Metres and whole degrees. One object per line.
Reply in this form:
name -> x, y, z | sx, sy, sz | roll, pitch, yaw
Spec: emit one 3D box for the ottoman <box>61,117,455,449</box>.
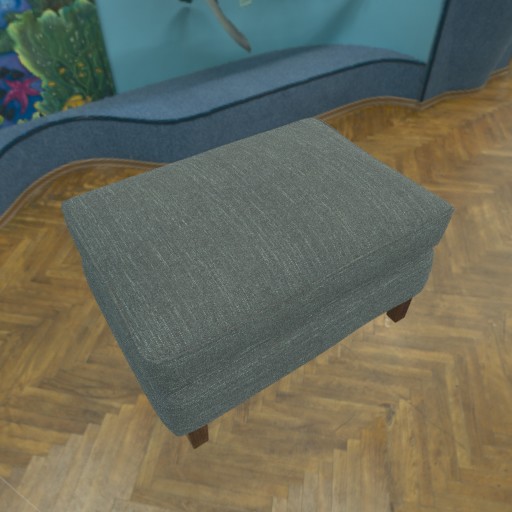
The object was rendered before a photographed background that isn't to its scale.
ottoman -> 0.000, 0.000, 0.999 | 0.686, 0.406, 0.508 | -25, 50, -23
